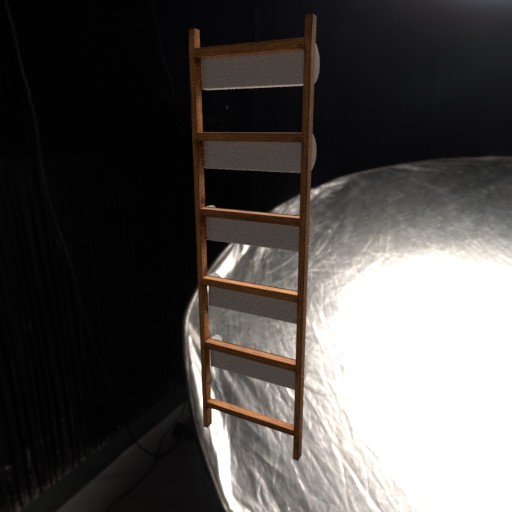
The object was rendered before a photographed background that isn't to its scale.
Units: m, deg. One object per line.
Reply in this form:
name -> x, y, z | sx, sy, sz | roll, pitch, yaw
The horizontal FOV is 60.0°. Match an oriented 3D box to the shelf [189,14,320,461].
shelf -> 0.000, 0.000, 1.703 | 0.454, 1.600, 0.141 | 8, 18, 27
